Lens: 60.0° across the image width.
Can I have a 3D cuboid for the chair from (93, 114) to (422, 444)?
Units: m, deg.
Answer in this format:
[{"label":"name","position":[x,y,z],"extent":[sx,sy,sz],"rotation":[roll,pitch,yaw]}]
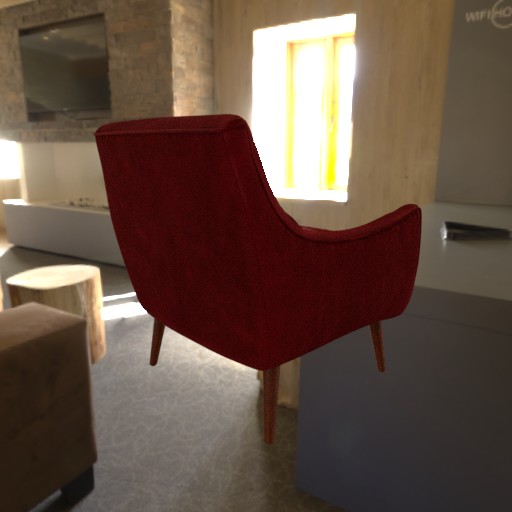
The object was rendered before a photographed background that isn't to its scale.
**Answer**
[{"label":"chair","position":[0.000,0.000,1.443],"extent":[0.787,0.838,0.762],"rotation":[-13,19,-42]}]
